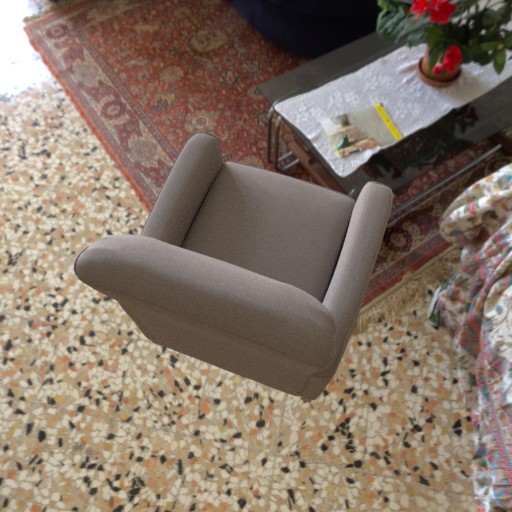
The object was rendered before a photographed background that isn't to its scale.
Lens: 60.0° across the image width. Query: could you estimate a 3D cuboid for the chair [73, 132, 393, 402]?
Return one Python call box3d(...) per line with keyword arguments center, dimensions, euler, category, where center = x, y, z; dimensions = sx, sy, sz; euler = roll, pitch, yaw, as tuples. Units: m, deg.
box3d(center=(0.000, 0.000, 1.649), dimensions=(0.845, 1.023, 0.859), euler=(18, 65, 9), category="chair")
